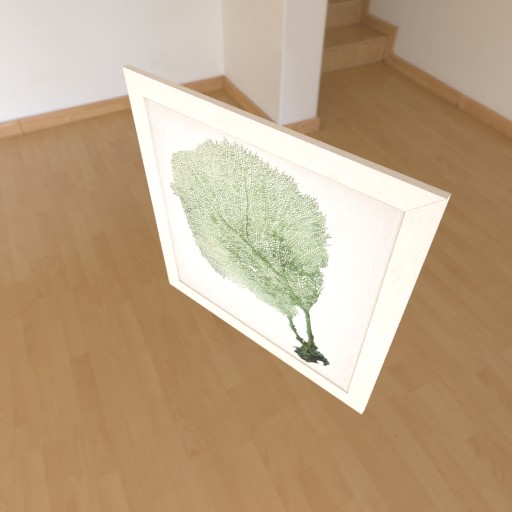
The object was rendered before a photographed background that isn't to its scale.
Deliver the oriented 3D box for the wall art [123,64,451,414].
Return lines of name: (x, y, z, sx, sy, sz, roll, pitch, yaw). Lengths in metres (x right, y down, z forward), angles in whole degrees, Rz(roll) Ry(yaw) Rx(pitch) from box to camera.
wall art: (0.000, 0.000, 0.864, 0.584, 0.584, 0.013, 30, 53, 25)
